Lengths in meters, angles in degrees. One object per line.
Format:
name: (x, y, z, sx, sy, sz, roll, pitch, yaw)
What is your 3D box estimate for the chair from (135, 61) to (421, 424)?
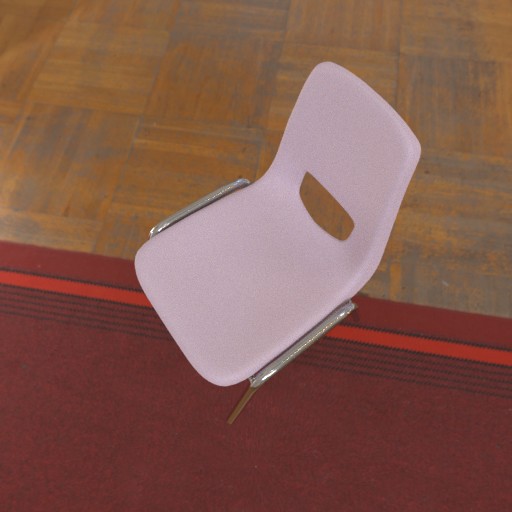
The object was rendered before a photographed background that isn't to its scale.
chair: (0.000, 0.000, 0.768, 0.385, 0.536, 0.354, -33, 69, -14)
